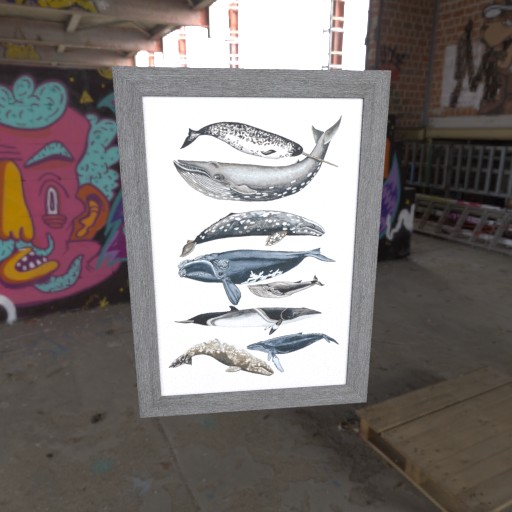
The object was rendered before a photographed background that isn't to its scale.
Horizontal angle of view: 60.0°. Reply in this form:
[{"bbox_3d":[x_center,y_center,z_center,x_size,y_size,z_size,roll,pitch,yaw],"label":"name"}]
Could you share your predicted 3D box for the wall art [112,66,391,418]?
[{"bbox_3d":[0.000,0.000,1.363,0.768,1.070,0.020,-2,15,-6],"label":"wall art"}]
